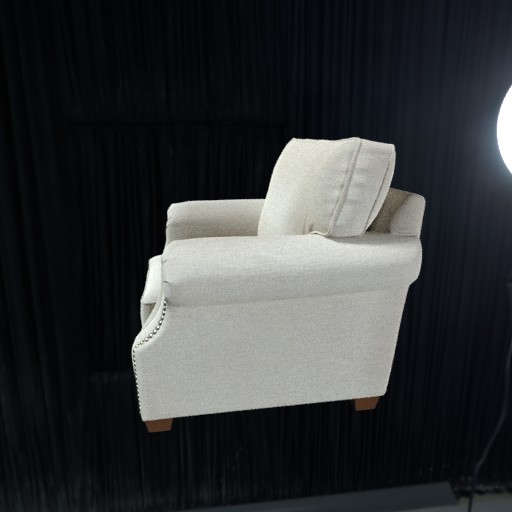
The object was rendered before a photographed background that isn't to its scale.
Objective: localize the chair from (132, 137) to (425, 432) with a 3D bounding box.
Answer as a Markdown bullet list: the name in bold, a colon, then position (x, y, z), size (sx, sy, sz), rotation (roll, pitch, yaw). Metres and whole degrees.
- **chair**: position (0.000, 0.000, 1.860), size (0.965, 0.961, 1.092), rotation (-3, 15, -10)
